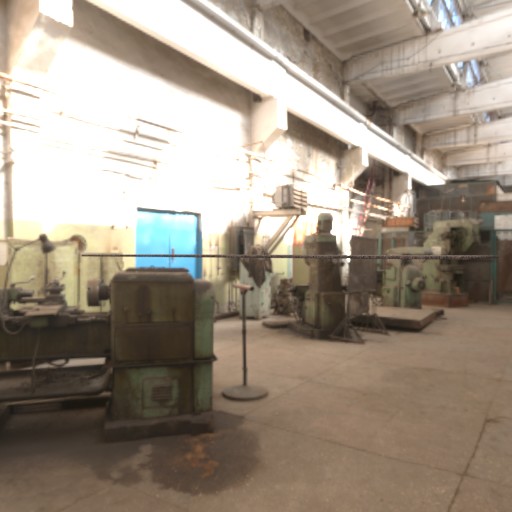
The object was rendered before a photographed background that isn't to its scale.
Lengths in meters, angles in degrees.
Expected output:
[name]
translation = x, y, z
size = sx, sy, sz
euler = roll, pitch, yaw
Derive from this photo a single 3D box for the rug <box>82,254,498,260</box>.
[rug]
translation = 0.000, 0.000, 2.459
size = 2.296, 0.011, 0.691
euler = 0, 1, 36
